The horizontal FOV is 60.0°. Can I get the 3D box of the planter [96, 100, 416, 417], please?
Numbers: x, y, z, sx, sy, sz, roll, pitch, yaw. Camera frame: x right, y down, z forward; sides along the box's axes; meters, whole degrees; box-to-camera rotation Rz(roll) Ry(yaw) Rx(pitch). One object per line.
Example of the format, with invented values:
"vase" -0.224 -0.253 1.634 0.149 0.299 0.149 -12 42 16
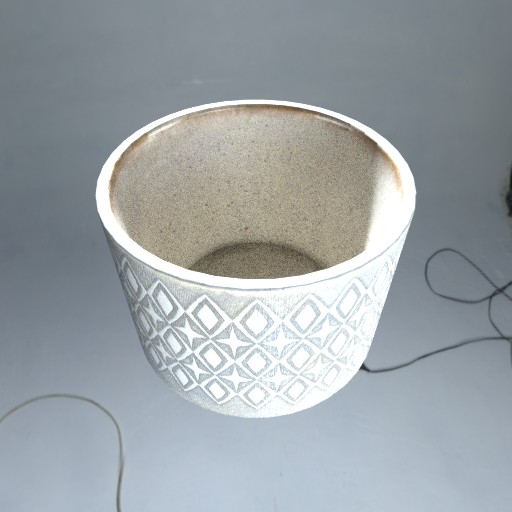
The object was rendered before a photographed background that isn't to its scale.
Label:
"planter" 0.000 0.000 0.316 0.186 0.144 0.186 0 45 0
